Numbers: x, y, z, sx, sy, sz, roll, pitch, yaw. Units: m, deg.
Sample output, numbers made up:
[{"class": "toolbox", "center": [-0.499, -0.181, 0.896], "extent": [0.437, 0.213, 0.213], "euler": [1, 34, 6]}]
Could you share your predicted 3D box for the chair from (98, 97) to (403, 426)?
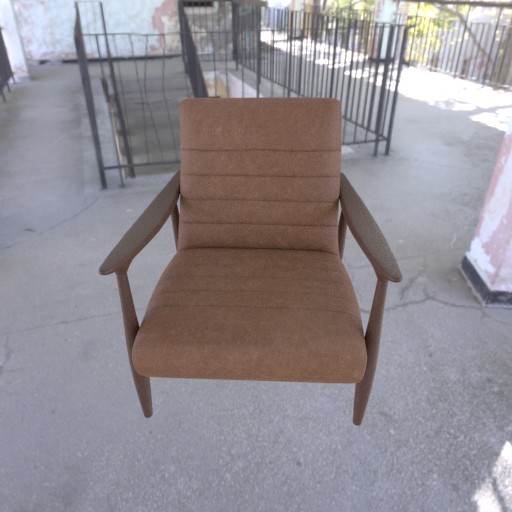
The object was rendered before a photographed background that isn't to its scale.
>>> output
[{"class": "chair", "center": [0.000, 0.000, 1.424], "extent": [0.741, 0.832, 0.798], "euler": [1, 32, 2]}]
